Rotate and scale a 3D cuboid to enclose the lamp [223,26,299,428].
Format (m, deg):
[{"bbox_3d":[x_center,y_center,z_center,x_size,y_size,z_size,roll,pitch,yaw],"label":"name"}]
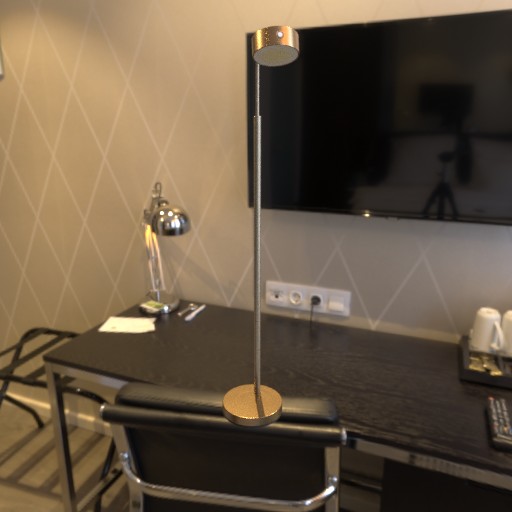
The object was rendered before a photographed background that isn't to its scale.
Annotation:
[{"bbox_3d":[0.000,0.000,1.387,0.219,1.230,0.418,-2,15,-7],"label":"lamp"}]
